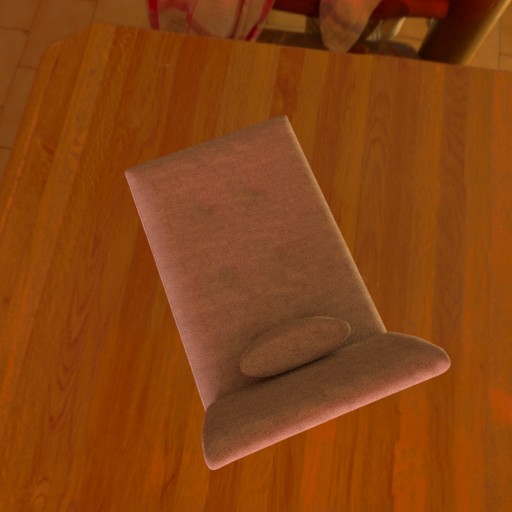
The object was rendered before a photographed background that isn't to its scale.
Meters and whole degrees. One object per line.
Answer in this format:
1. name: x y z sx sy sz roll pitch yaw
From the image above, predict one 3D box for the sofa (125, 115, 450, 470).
1. sofa: 0.000 0.000 2.022 0.930 0.820 1.450 -21 76 -5
